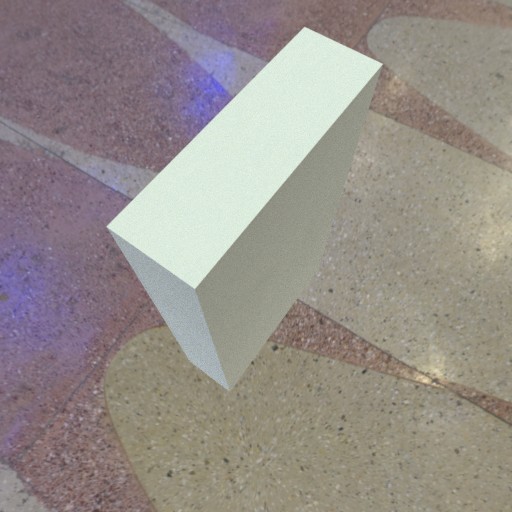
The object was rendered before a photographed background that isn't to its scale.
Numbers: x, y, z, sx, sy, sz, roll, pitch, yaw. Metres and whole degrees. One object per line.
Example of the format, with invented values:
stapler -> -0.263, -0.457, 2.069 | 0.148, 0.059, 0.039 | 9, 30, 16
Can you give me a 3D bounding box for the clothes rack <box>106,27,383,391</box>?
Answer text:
clothes rack -> 0.000, 0.000, 1.596 | 0.250, 1.280, 0.750 | 33, 69, 15
